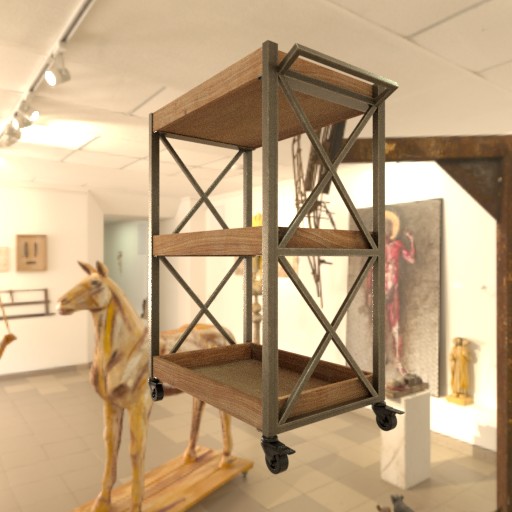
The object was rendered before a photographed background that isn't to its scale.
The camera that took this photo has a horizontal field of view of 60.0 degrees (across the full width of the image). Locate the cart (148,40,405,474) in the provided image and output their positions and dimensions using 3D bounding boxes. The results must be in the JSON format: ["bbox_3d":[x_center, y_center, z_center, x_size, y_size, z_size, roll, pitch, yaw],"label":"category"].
[{"bbox_3d":[0.000,0.000,1.190,0.377,0.835,0.673,0,0,-37],"label":"cart"}]
